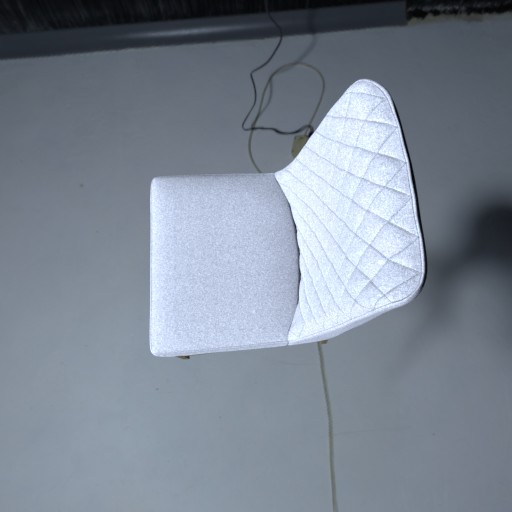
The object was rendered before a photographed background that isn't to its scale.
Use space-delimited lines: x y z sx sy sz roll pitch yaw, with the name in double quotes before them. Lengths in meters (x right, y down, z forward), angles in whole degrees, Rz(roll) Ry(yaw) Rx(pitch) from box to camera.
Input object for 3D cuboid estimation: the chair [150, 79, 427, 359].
"chair" 0.000 0.000 1.217 0.587 0.889 0.508 -3 74 -1
